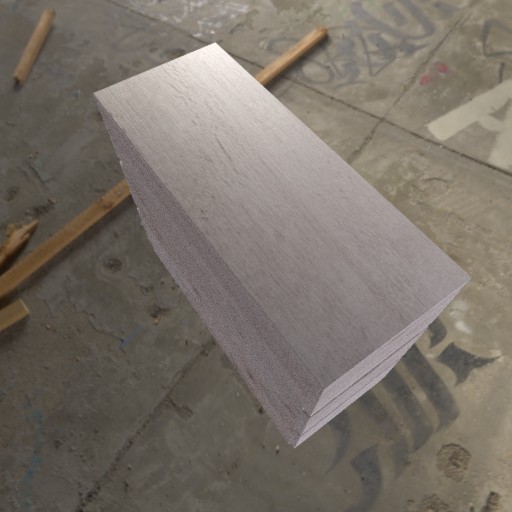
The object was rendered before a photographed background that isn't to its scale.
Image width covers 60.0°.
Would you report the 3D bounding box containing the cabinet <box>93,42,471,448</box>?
[{"bbox_3d":[0.000,0.000,1.477,0.420,0.820,1.040,-31,64,-17],"label":"cabinet"}]
